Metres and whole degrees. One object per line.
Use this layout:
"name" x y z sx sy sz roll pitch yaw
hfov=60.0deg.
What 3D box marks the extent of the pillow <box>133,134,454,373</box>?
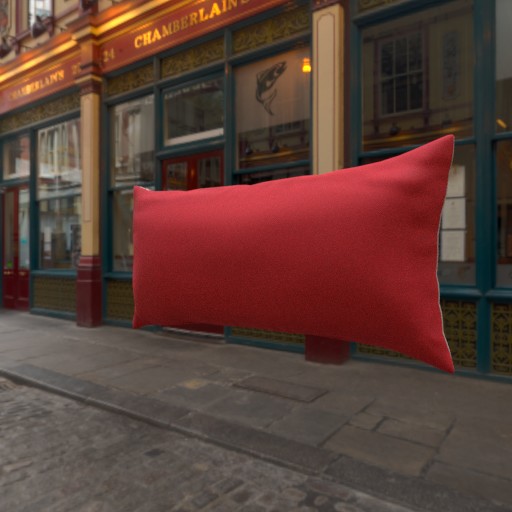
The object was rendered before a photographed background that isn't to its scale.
"pillow" 0.000 0.000 0.727 0.608 0.297 0.151 -1 -1 35
